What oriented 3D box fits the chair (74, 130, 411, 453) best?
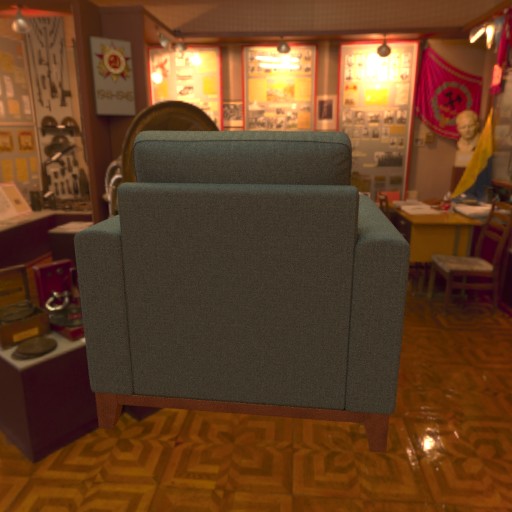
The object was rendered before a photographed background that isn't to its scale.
[{"bbox_3d":[0.000,0.000,1.858,1.024,1.010,1.038,2,16,7],"label":"chair"}]
